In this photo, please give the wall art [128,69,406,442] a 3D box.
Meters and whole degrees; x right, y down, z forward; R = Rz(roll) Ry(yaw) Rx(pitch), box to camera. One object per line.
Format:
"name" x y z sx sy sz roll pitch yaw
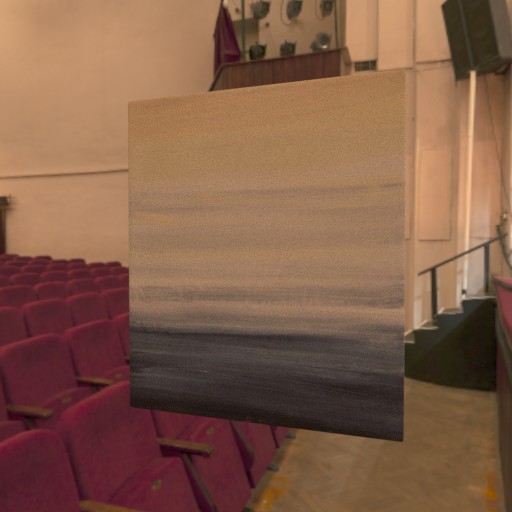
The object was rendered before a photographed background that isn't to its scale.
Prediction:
"wall art" 0.000 0.000 0.954 0.608 0.710 0.041 0 1 18
